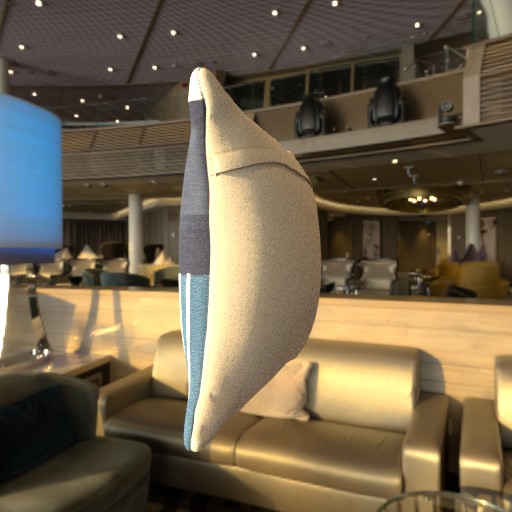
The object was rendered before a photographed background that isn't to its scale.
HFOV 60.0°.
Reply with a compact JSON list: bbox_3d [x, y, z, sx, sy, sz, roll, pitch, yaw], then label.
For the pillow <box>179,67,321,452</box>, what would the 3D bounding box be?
[{"bbox_3d":[0.000,0.000,0.820,0.229,0.506,0.536,0,1,18],"label":"pillow"}]
